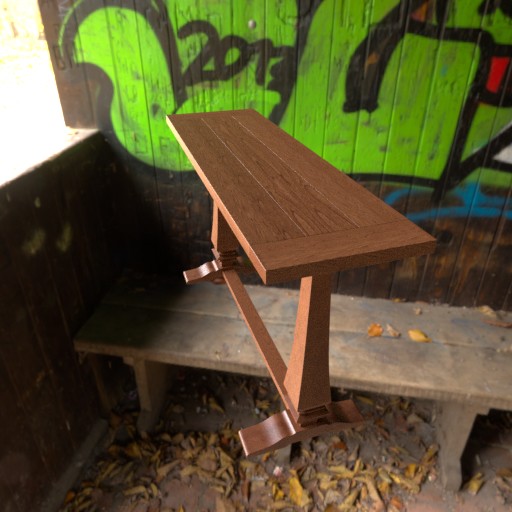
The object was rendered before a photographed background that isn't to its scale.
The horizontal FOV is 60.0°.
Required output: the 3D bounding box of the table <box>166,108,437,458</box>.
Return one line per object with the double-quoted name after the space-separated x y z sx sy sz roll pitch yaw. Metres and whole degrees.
0.000 0.000 1.850 0.461 0.852 1.478 -10 32 -16 "table"
